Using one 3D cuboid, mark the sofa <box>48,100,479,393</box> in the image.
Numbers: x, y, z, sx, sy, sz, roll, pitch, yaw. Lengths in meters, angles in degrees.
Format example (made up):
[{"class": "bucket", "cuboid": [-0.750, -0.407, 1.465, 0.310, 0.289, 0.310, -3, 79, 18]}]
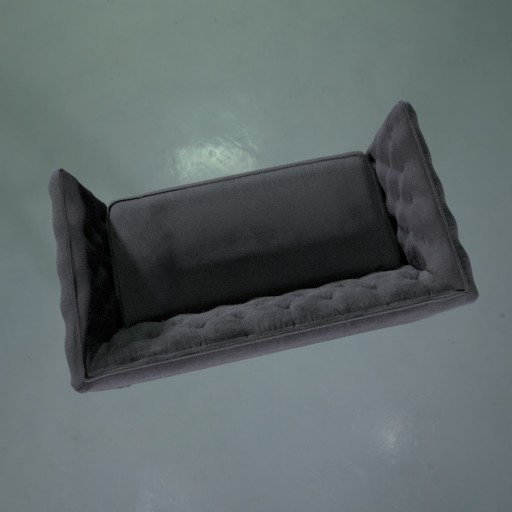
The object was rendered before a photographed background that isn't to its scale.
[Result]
[{"class": "sofa", "cuboid": [0.000, 0.000, 2.090, 1.583, 0.810, 0.909, -12, 76, -3]}]
